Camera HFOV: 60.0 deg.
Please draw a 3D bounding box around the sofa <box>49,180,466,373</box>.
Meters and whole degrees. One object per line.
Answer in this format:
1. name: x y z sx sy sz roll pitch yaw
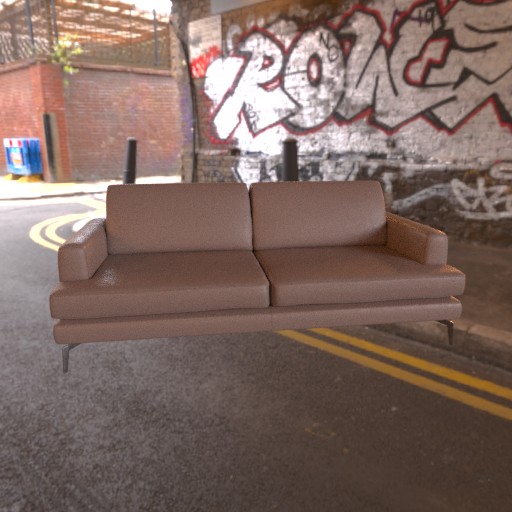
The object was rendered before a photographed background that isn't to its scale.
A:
1. sofa: 0.000 0.000 2.459 1.940 0.765 0.974 -2 15 -8
